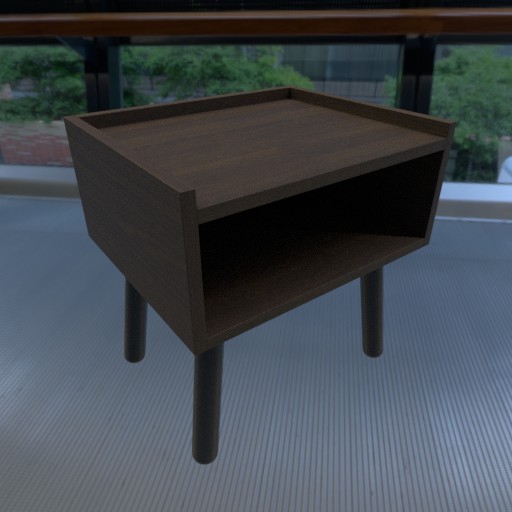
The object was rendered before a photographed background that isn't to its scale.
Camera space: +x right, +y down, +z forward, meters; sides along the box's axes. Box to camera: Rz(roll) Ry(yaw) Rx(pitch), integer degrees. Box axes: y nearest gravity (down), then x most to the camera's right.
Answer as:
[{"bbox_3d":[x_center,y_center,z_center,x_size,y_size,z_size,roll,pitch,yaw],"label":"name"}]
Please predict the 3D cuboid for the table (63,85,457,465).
[{"bbox_3d":[0.000,0.000,0.774,0.450,0.470,0.370,-21,36,-31],"label":"table"}]
